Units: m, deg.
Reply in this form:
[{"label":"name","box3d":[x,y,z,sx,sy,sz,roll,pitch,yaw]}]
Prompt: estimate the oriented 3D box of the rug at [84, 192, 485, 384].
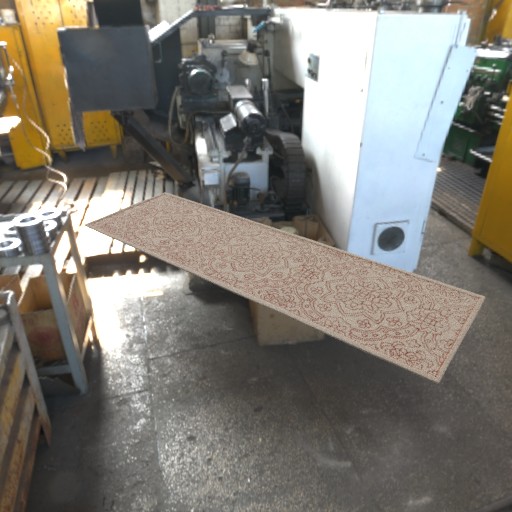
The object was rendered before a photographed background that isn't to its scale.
[{"label":"rug","box3d":[0.000,0.000,2.701,2.448,0.012,0.769,21,36,32]}]
